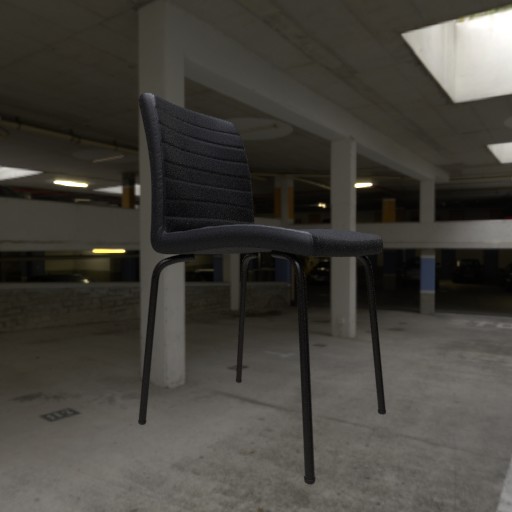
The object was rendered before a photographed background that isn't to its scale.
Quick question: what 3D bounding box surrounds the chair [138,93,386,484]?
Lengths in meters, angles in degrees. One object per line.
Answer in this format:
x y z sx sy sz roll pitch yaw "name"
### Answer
0.000 0.000 1.190 0.572 0.872 0.450 1 2 34 "chair"
